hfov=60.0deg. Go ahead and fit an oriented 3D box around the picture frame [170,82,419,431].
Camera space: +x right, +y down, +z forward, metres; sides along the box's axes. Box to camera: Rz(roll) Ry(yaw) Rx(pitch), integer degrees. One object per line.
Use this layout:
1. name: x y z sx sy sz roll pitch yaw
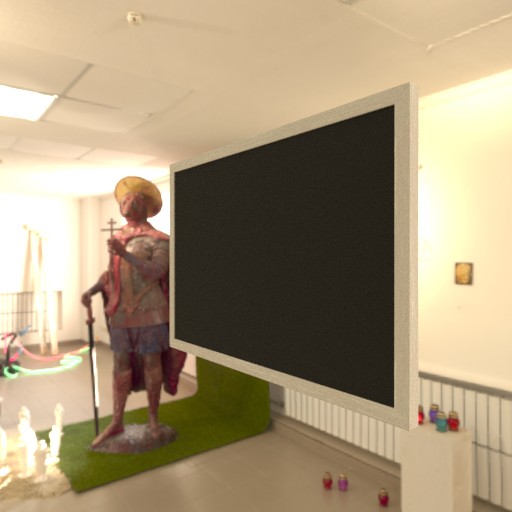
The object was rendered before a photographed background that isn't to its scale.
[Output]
1. picture frame: 0.000 0.000 1.196 0.029 0.640 0.950 0 0 -38
